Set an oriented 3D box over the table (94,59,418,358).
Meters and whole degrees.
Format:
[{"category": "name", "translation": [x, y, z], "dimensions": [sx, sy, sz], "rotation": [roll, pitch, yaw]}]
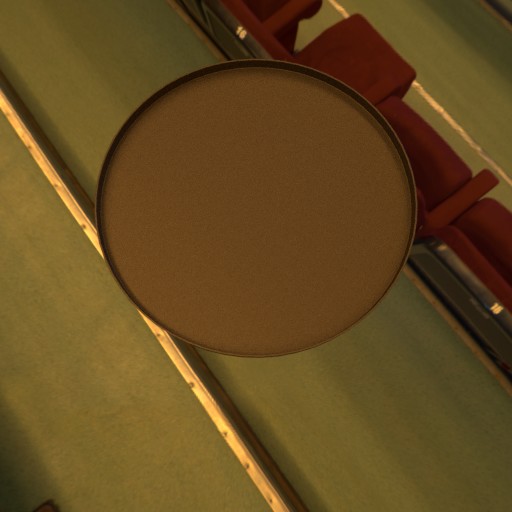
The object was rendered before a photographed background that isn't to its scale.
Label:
[{"category": "table", "translation": [0.000, 0.000, 1.028], "dimensions": [0.502, 0.700, 0.502], "rotation": [-36, 77, -10]}]
